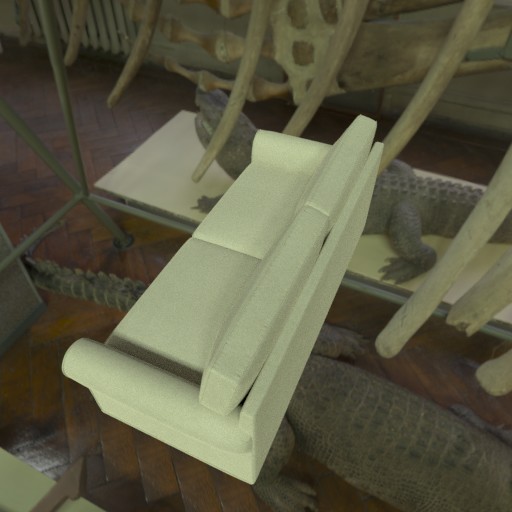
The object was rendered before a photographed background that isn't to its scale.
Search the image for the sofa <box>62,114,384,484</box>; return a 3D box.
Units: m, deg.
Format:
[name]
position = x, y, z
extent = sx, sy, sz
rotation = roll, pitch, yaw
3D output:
[sofa]
position = 0.000, 0.000, 2.538
extent = 0.901, 0.962, 2.146
rotation = 18, 49, 17
